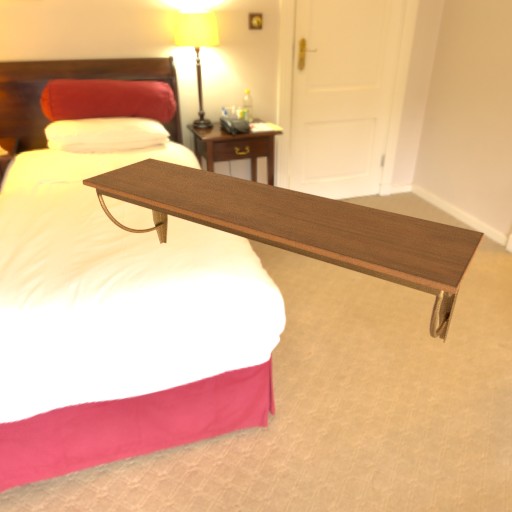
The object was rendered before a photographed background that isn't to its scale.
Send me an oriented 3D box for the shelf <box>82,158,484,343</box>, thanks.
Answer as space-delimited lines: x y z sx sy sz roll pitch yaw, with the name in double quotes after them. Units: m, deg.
0.000 0.000 0.742 0.636 0.190 0.166 18 33 29 "shelf"
